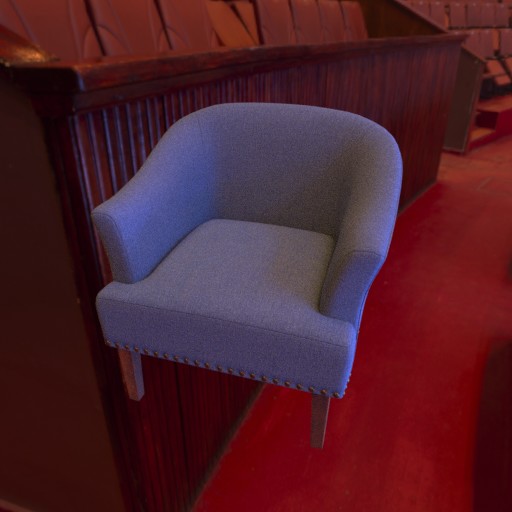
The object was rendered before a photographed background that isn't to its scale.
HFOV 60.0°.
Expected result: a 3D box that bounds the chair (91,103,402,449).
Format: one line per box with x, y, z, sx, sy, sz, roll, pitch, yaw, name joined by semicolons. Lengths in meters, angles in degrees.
0.000;0.000;1.392;0.798;0.815;0.704;9;29;16;chair
